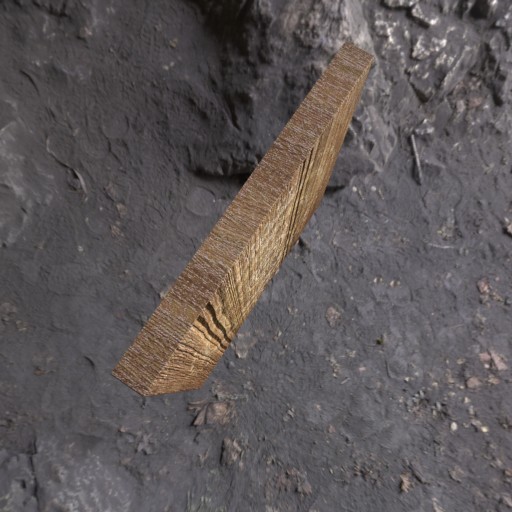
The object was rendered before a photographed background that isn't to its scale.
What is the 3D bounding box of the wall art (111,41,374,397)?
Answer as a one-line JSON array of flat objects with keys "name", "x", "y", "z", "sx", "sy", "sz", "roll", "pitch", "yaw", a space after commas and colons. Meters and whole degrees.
[{"name": "wall art", "x": 0.000, "y": 0.000, "z": 0.614, "sx": 0.039, "sy": 0.403, "sz": 0.406, "roll": 31, "pitch": 76, "yaw": 9}]
